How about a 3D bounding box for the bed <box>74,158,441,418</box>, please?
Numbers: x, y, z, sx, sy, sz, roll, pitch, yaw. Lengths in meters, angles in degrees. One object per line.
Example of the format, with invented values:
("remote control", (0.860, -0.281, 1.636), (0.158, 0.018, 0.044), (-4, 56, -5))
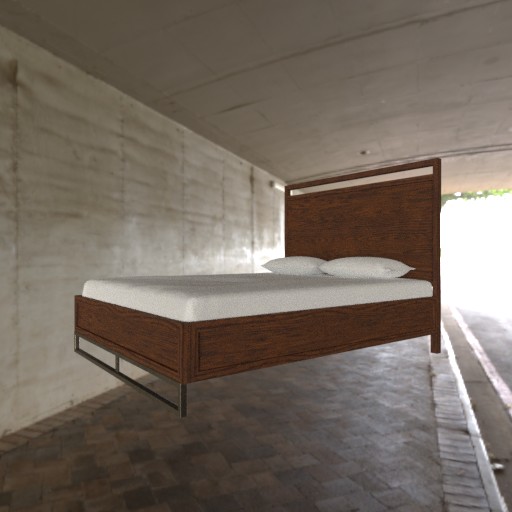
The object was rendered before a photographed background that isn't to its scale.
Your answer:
("bed", (0.000, 0.000, 3.416), (2.218, 1.487, 1.765), (0, 0, -37))
